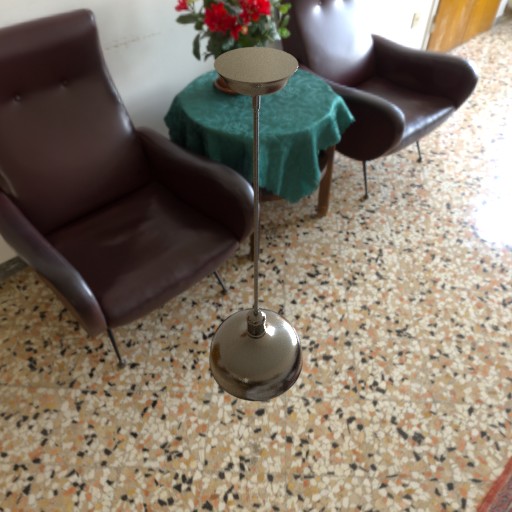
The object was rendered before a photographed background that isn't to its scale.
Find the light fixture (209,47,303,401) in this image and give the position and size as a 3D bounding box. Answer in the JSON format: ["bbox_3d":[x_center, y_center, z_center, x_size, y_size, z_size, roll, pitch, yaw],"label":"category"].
[{"bbox_3d":[0.000,0.000,1.084,0.299,0.935,0.299,8,47,8],"label":"light fixture"}]
